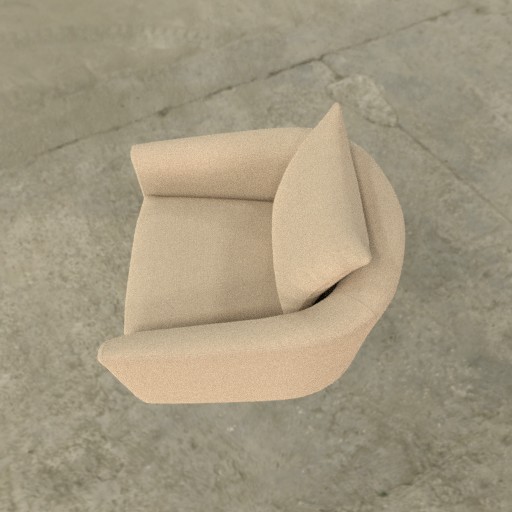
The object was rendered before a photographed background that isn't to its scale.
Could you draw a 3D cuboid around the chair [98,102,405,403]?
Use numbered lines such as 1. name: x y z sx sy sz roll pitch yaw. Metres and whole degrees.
1. chair: 0.000 0.000 1.565 0.910 0.848 0.845 -1 59 -1
